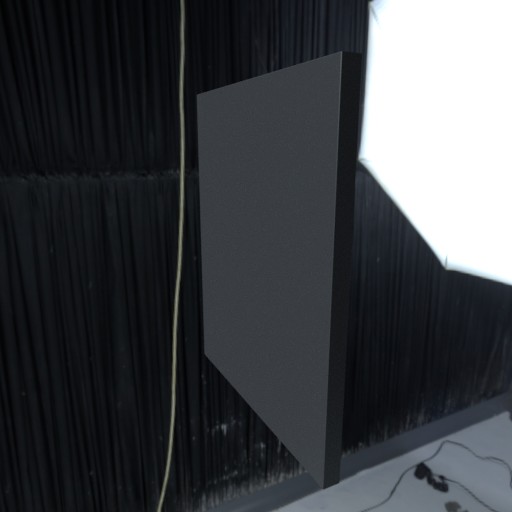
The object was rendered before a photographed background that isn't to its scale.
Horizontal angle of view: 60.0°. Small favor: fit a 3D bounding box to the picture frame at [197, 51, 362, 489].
[{"bbox_3d":[0.000,0.000,0.747,0.028,0.556,0.460,-7,15,-26],"label":"picture frame"}]
